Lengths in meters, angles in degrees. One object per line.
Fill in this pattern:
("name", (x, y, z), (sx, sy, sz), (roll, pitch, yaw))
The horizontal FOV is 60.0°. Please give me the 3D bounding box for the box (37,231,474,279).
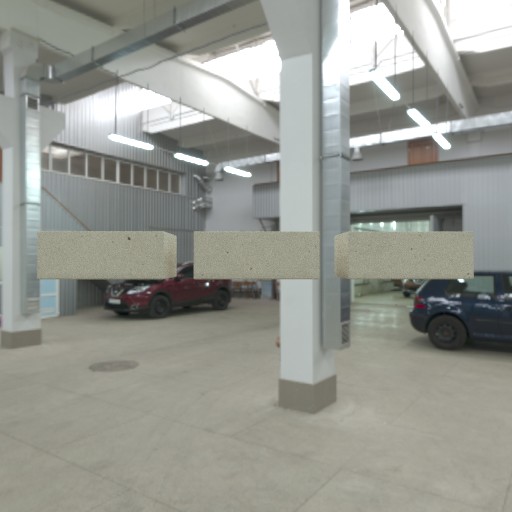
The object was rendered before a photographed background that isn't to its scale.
("box", (0.000, 0.000, 0.508), (0.461, 0.051, 0.082), (0, -1, 0))
